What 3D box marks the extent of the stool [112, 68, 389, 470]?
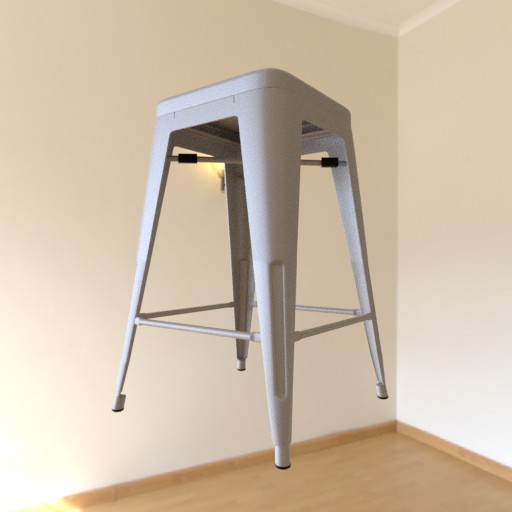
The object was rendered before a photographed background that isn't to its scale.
[{"bbox_3d":[0.000,0.000,0.908,0.410,0.608,0.410,0,0,37],"label":"stool"}]
